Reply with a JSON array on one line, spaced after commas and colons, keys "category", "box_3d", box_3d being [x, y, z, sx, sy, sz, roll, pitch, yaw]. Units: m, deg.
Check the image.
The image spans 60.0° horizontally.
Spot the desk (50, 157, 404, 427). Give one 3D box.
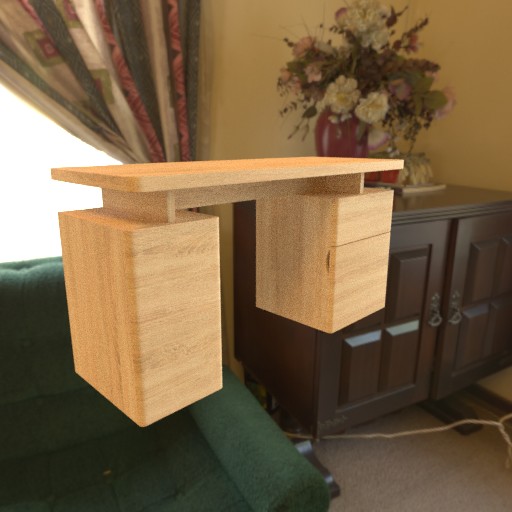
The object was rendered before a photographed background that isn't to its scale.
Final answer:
[{"category": "desk", "box_3d": [0.000, 0.000, 1.849, 1.400, 0.760, 0.550, -14, 20, -43]}]
